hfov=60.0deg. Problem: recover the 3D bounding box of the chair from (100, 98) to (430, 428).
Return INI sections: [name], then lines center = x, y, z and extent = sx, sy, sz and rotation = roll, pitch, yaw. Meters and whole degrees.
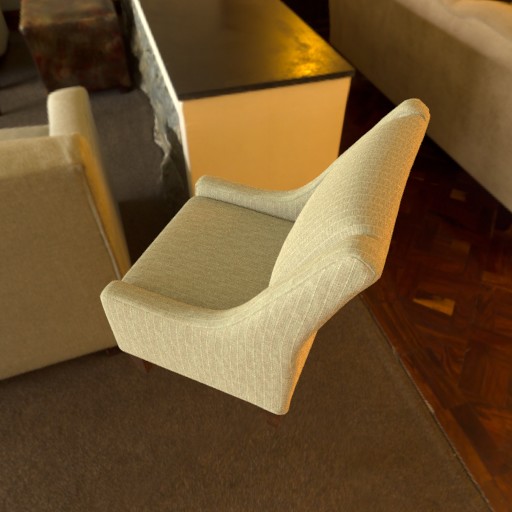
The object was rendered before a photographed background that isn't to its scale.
[chair]
center = 0.000, 0.000, 1.596
extent = 0.870, 1.014, 0.774
rotation = 17, 48, 16
